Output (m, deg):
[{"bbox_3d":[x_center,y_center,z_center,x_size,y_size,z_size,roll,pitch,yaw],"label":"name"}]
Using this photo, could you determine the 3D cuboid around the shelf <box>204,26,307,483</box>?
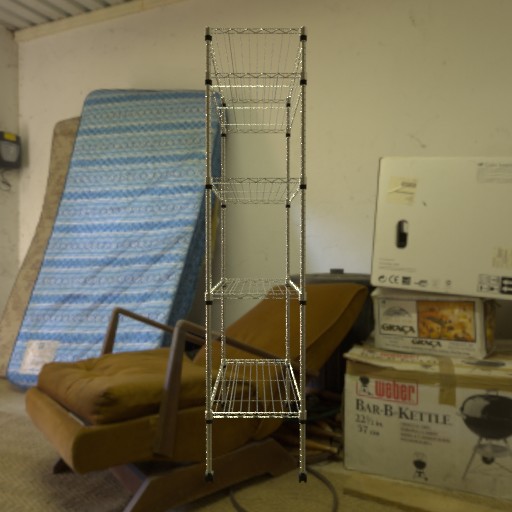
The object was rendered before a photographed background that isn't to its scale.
[{"bbox_3d":[0.000,0.000,1.909,0.356,1.587,0.762,0,1,0],"label":"shelf"}]
